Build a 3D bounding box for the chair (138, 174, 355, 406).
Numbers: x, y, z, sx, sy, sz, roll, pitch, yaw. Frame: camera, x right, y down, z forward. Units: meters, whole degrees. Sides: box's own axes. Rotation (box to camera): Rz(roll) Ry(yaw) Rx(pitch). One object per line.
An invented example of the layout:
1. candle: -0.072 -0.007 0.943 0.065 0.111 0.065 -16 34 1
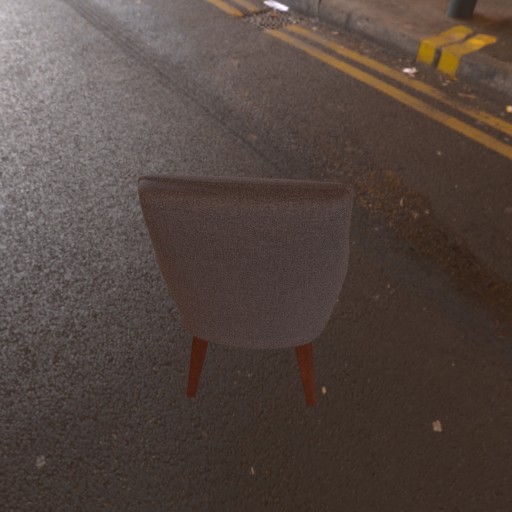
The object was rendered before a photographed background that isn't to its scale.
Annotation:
1. chair: 0.000 0.000 1.259 0.500 0.930 0.620 3 47 3
